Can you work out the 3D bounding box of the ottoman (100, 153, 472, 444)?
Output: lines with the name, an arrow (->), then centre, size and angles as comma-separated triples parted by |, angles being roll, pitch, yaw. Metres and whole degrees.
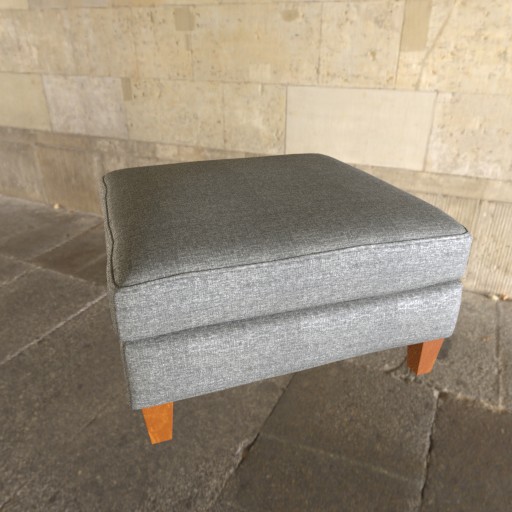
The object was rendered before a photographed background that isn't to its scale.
ottoman -> 0.000, 0.000, 1.334 | 0.838, 0.481, 0.838 | -8, 27, -17
